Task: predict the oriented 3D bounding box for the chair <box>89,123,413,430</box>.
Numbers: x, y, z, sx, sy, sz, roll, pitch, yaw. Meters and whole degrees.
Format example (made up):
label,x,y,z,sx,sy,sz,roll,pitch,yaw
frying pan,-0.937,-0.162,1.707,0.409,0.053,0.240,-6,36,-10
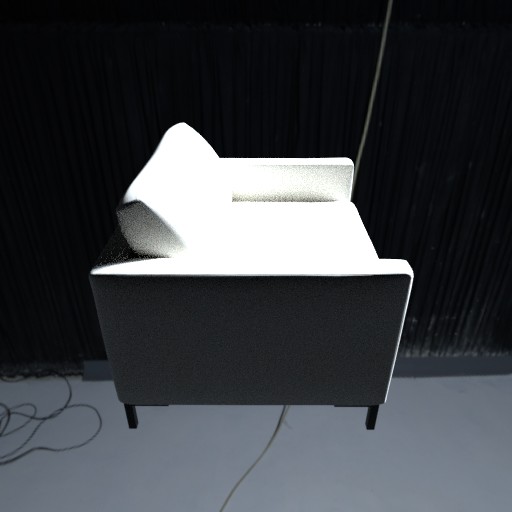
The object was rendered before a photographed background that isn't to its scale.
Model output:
label,x,y,z,sx,sy,sz,roll,pitch,yaw
chair,0.000,0.000,1.649,0.875,0.806,0.964,0,31,0
